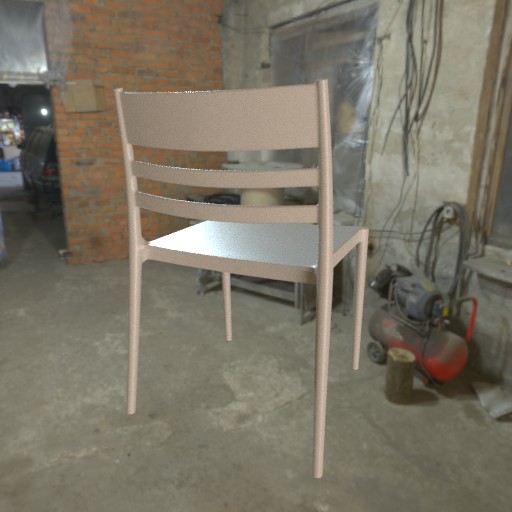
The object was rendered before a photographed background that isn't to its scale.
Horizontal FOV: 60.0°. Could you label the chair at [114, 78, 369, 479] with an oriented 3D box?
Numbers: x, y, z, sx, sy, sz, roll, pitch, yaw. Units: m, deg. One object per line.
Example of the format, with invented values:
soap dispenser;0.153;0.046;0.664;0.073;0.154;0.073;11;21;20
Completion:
chair;0.000;0.000;1.145;0.531;0.800;0.511;8;18;24
